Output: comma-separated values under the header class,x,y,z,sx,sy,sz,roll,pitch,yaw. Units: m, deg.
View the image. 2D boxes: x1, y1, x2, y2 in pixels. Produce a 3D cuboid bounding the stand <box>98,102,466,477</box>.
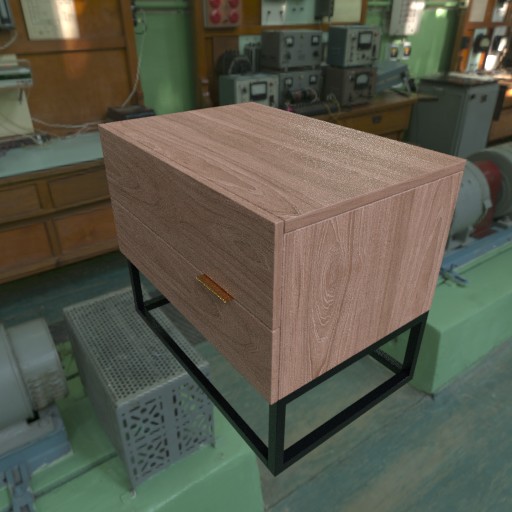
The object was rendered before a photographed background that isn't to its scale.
class,x,y,z,sx,sy,sz,roll,pitch,yaw
stand,0.000,0.000,0.956,0.420,0.500,0.600,-20,36,-31
